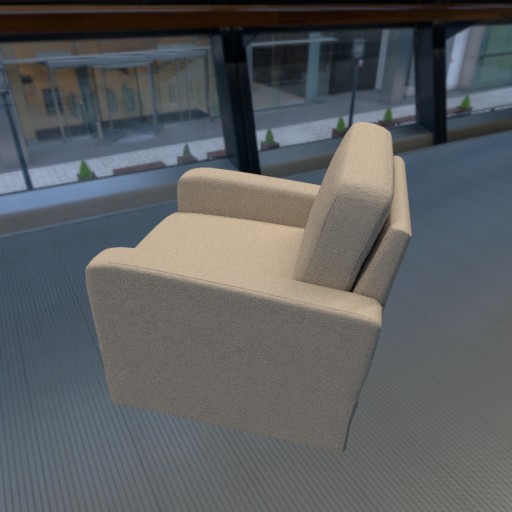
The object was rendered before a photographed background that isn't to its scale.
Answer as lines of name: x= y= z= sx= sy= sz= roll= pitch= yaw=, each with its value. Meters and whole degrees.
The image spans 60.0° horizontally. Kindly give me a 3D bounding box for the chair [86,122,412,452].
chair: x=0.000 y=0.000 z=1.494 sx=0.888 sy=0.827 sz=0.755 roll=8 pitch=32 yaw=12
